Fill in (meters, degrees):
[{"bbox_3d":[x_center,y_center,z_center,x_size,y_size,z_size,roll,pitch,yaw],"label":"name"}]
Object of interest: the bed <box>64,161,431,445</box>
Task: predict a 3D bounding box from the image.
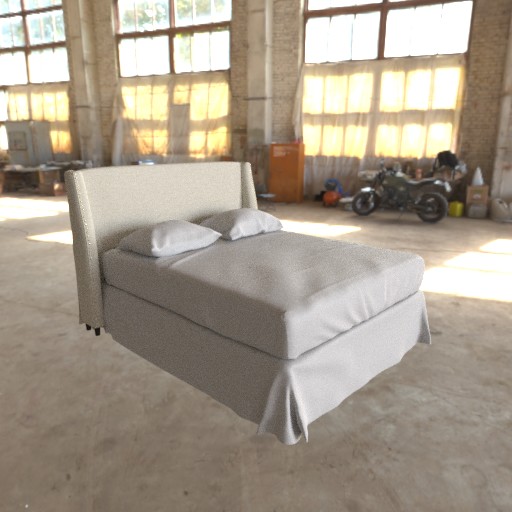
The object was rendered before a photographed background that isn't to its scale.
[{"bbox_3d":[0.000,0.000,3.454,2.276,1.332,1.925,14,20,42],"label":"bed"}]
